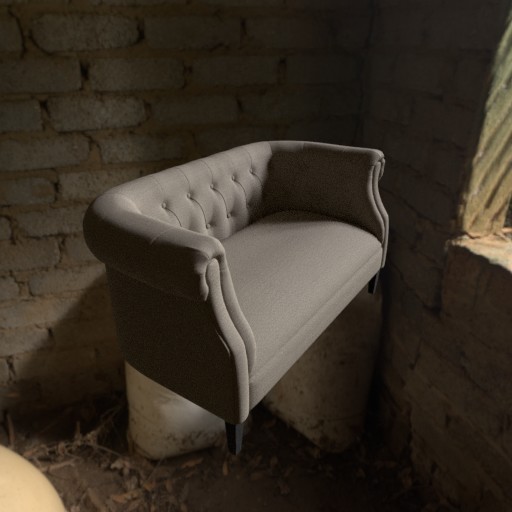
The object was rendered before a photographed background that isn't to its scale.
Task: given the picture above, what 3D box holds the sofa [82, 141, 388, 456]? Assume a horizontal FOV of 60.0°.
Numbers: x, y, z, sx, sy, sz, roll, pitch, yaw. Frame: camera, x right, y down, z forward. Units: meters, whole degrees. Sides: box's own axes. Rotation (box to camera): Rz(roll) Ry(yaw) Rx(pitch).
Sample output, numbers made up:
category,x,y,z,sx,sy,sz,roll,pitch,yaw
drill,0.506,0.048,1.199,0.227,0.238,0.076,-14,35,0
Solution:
category,x,y,z,sx,sy,sz,roll,pitch,yaw
sofa,0.000,0.000,2.107,0.835,0.827,1.558,17,31,30
